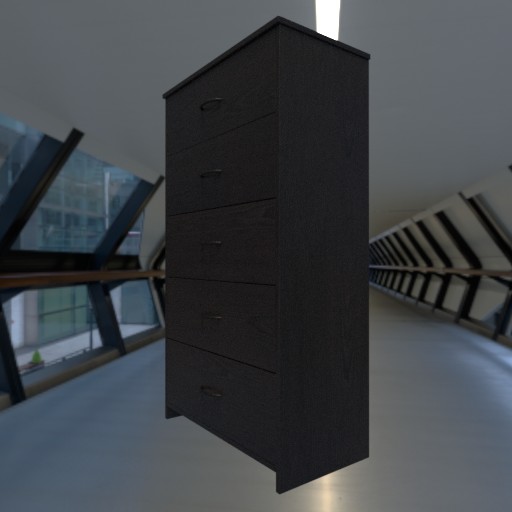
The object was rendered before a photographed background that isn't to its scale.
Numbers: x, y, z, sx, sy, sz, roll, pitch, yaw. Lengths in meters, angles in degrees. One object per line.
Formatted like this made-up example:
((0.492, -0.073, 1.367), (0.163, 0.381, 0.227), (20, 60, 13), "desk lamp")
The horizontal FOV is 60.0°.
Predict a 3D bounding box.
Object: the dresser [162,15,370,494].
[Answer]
((0.000, 0.000, 1.549), (0.418, 1.254, 0.704), (0, 0, -37), "dresser")
